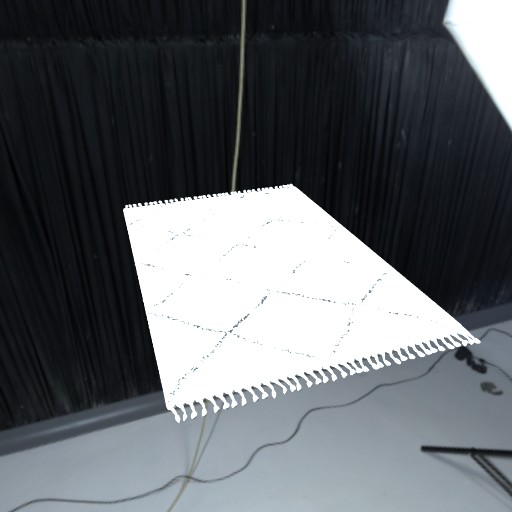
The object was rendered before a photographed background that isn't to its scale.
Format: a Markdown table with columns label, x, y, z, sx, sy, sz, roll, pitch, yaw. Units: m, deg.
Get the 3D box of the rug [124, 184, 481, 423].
| label | x | y | z | sx | sy | sz | roll | pitch | yaw |
| --- | --- | --- | --- | --- | --- | --- | --- | --- | --- |
| rug | 0.000 | 0.000 | 2.867 | 1.494 | 0.031 | 2.307 | -10 | 31 | -17 |
